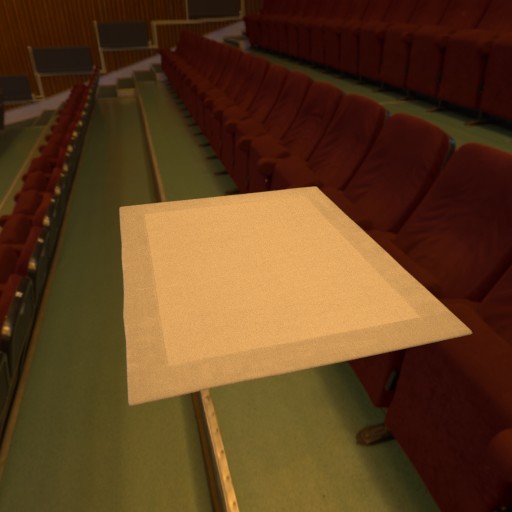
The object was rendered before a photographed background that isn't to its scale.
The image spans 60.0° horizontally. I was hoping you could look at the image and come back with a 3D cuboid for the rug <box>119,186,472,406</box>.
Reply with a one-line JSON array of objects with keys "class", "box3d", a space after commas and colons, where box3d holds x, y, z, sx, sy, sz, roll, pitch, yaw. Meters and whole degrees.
[{"class": "rug", "box3d": [0.000, 0.000, 4.145, 2.430, 0.018, 2.976, -8, 31, -14]}]
